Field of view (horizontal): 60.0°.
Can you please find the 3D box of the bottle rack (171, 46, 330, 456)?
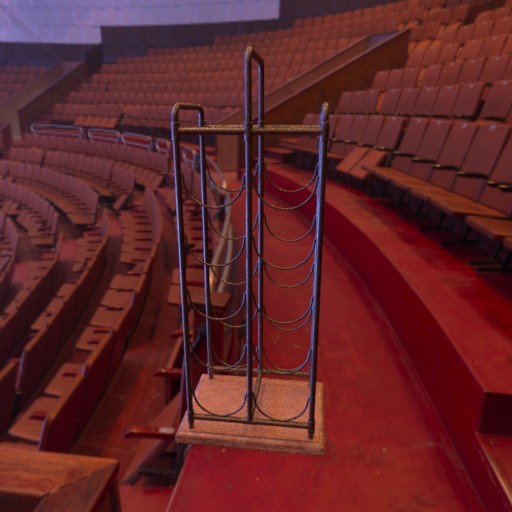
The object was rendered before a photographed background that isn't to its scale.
[{"bbox_3d":[0.000,0.000,0.806,0.276,0.680,0.208,2,18,7],"label":"bottle rack"}]
